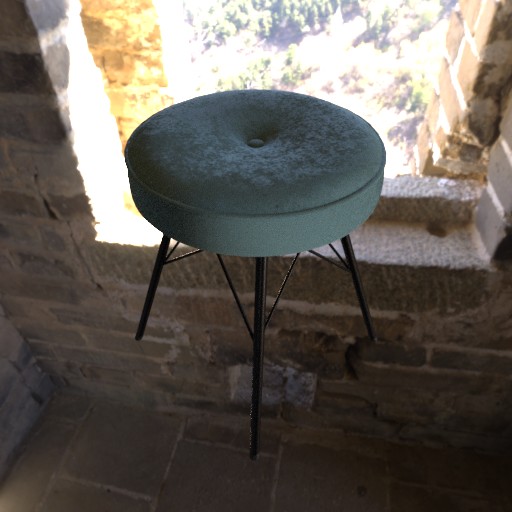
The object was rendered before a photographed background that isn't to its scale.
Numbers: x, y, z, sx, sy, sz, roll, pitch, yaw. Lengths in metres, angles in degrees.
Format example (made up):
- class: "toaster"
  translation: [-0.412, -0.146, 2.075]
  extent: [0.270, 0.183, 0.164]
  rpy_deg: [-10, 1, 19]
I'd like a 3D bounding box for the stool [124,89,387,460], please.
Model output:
- class: "stool"
  translation: [0.000, 0.000, 0.860]
  extent: [0.458, 0.519, 0.457]
  rpy_deg: [-26, 48, -26]
